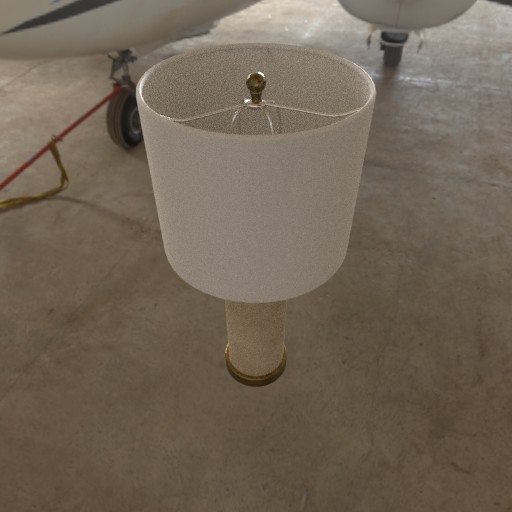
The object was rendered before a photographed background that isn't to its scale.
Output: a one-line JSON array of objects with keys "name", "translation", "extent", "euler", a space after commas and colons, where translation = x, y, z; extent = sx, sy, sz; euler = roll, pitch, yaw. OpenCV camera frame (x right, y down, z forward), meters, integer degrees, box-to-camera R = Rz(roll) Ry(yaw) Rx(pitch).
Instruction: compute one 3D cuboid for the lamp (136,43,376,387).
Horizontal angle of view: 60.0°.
[{"name": "lamp", "translation": [0.000, 0.000, 0.779], "extent": [0.305, 0.634, 0.305], "euler": [-24, 48, -24]}]
